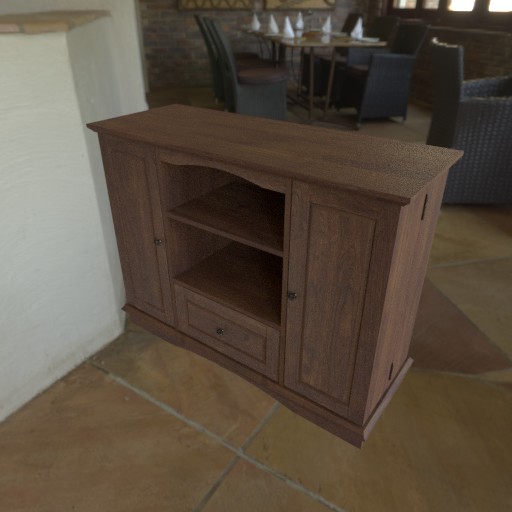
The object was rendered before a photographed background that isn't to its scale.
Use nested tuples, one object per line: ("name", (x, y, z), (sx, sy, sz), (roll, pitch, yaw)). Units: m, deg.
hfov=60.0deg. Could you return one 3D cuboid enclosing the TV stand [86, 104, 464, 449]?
("TV stand", (0.000, 0.000, 1.505), (1.067, 0.813, 0.406), (20, 35, 31))
